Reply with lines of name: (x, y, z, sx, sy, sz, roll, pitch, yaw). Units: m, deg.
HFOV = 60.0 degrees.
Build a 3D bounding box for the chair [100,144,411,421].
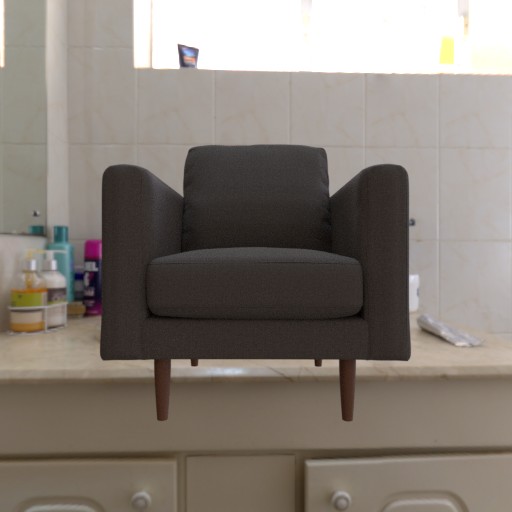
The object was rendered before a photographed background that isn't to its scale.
chair: (0.000, 0.000, 1.566, 0.854, 0.927, 0.800, 0, 0, 0)
